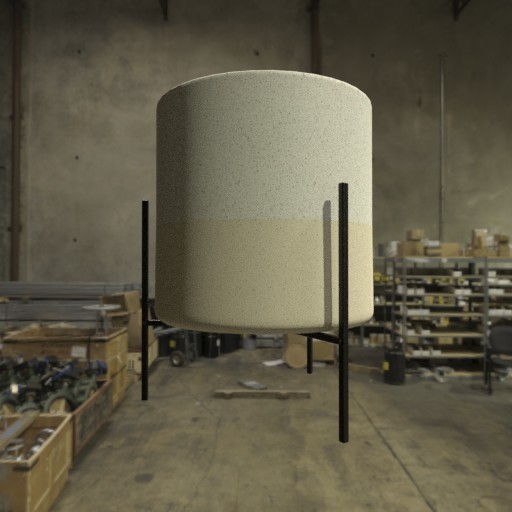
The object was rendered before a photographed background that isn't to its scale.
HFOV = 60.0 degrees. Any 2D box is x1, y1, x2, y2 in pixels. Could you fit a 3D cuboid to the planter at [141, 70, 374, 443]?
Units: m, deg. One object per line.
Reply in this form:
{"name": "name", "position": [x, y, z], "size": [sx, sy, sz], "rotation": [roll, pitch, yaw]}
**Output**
{"name": "planter", "position": [0.000, 0.000, 0.653], "size": [0.335, 0.423, 0.313], "rotation": [0, 0, -1]}
